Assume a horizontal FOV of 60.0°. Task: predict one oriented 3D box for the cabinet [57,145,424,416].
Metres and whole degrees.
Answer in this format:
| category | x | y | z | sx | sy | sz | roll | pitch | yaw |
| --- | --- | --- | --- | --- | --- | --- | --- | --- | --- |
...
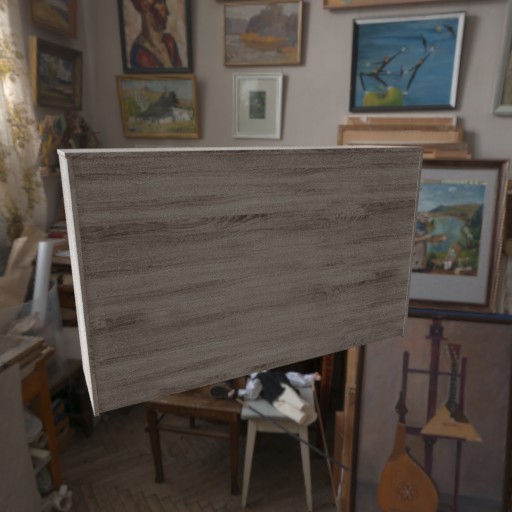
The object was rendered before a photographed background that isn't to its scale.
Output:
| category | x | y | z | sx | sy | sz | roll | pitch | yaw |
| --- | --- | --- | --- | --- | --- | --- | --- | --- | --- |
| cabinet | 0.000 | 0.000 | 1.900 | 1.450 | 0.900 | 0.380 | -7 | 17 | -26 |
